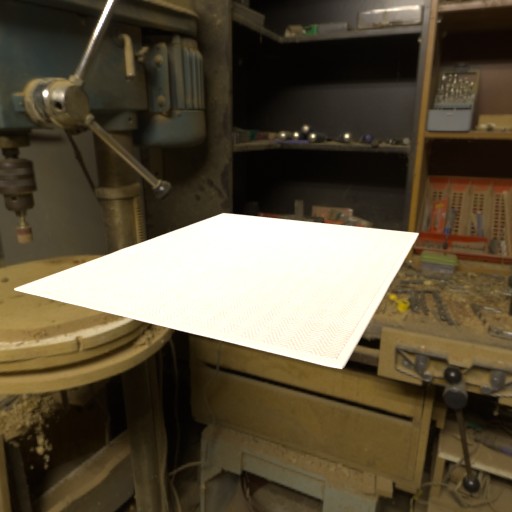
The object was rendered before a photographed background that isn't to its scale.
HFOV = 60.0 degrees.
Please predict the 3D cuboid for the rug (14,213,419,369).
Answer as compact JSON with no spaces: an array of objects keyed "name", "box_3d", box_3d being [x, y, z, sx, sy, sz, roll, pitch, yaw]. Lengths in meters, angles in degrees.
[{"name":"rug","box_3d":[0.000,0.000,3.965,2.423,0.019,3.009,8,19,25]}]
